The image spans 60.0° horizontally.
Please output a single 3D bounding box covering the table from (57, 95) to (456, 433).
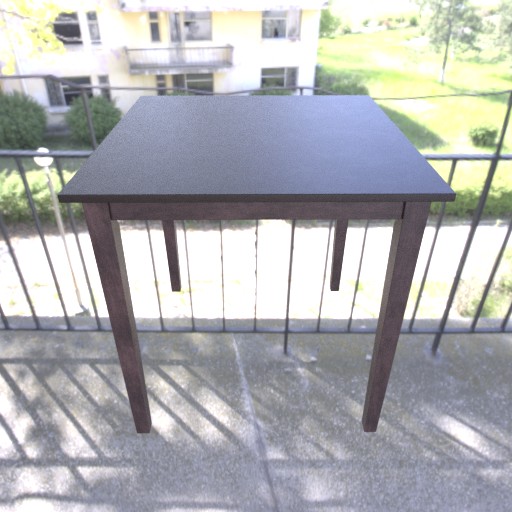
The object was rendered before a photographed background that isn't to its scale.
[{"bbox_3d":[0.000,0.000,1.354,0.749,0.770,0.749,0,33,0],"label":"table"}]
